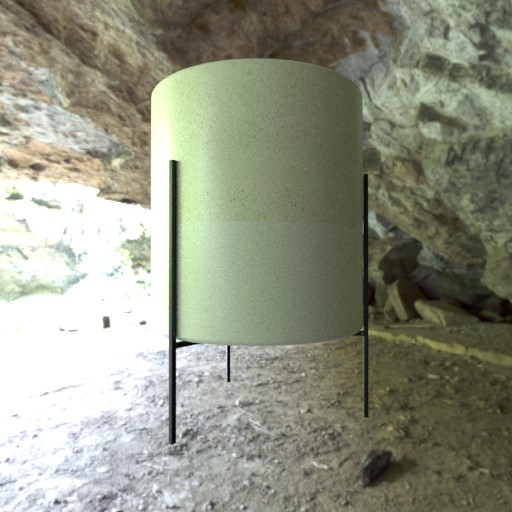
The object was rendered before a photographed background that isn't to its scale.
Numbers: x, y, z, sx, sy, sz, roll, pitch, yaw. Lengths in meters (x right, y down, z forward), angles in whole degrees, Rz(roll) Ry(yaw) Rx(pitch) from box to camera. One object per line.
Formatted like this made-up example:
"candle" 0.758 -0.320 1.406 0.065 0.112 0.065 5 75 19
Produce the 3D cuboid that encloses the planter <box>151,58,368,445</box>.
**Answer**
"planter" 0.000 0.000 0.701 0.324 0.483 0.333 0 0 -19
